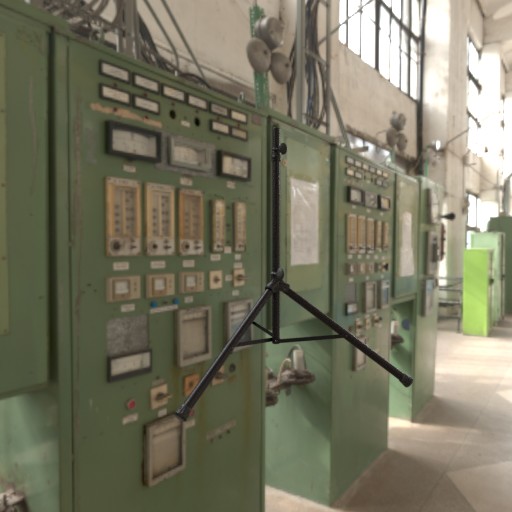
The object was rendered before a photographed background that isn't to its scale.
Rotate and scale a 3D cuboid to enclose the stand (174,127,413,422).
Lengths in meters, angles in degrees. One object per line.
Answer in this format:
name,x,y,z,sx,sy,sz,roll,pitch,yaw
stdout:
stand,0.000,0.000,1.869,1.045,1.136,0.907,1,1,37
